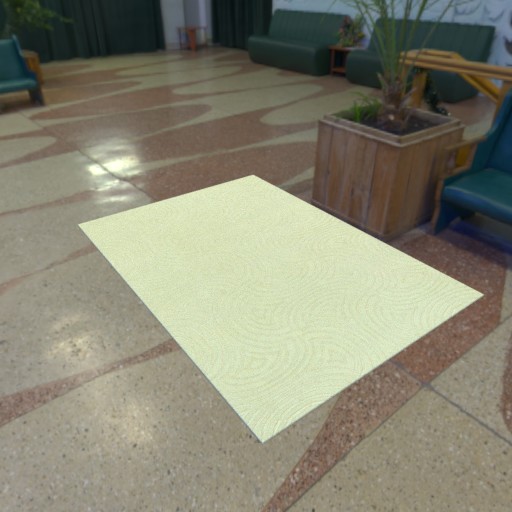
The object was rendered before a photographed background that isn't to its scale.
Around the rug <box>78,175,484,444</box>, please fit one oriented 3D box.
[{"bbox_3d":[0.000,0.000,2.763,1.526,0.015,2.132,-22,38,-30],"label":"rug"}]
